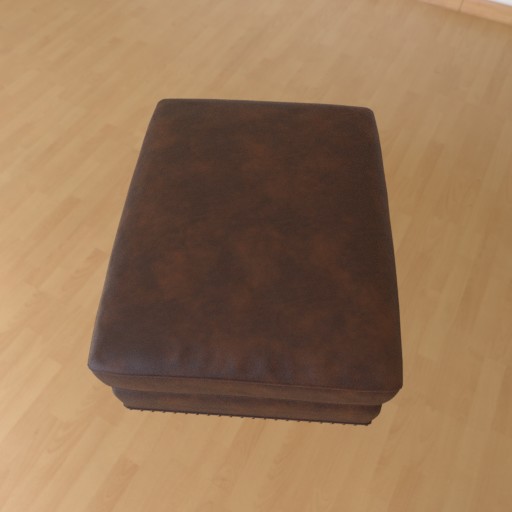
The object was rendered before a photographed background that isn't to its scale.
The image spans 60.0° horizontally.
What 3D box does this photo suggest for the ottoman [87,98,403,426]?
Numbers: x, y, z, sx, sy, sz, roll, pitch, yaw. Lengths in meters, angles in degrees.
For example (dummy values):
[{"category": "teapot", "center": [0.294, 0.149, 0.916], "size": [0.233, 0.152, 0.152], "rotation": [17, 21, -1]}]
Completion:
[{"category": "ottoman", "center": [0.000, 0.000, 1.117], "size": [0.586, 0.486, 0.742], "rotation": [3, 58, 2]}]
